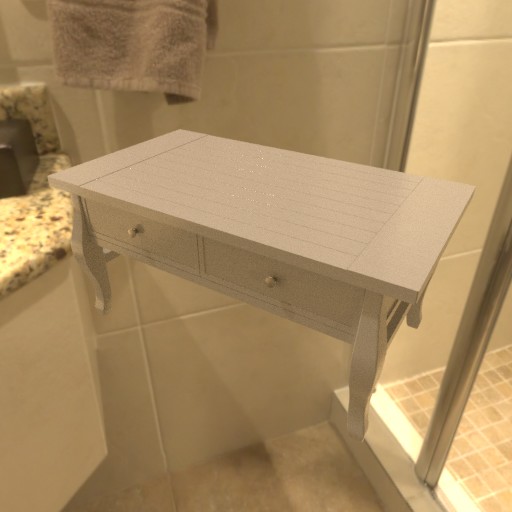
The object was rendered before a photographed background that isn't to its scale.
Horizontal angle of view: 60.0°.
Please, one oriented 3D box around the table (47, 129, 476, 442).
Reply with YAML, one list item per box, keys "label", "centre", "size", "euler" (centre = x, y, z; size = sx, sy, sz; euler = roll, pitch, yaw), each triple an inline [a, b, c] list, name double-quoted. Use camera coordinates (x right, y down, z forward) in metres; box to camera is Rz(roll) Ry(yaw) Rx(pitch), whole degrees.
- label: "table"
  centre: [0.000, 0.000, 1.379]
  size: [1.062, 0.495, 0.600]
  euler: [18, 36, 27]
